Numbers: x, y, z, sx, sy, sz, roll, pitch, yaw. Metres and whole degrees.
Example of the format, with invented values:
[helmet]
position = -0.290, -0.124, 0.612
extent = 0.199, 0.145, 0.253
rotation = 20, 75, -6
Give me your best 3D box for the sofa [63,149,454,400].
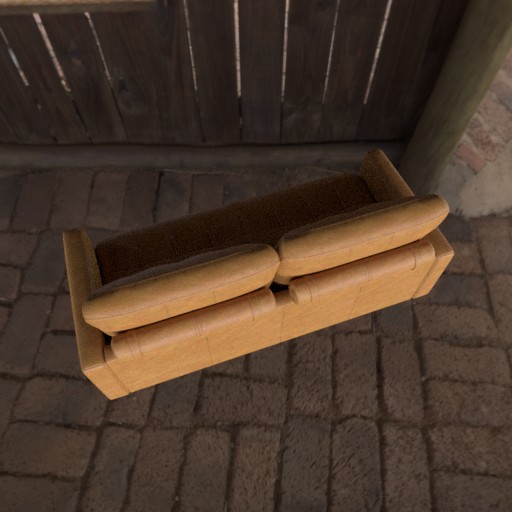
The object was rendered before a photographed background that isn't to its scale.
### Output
[sofa]
position = 0.000, 0.000, 2.291
extent = 1.821, 0.898, 0.850
rotation = -16, 58, -10
